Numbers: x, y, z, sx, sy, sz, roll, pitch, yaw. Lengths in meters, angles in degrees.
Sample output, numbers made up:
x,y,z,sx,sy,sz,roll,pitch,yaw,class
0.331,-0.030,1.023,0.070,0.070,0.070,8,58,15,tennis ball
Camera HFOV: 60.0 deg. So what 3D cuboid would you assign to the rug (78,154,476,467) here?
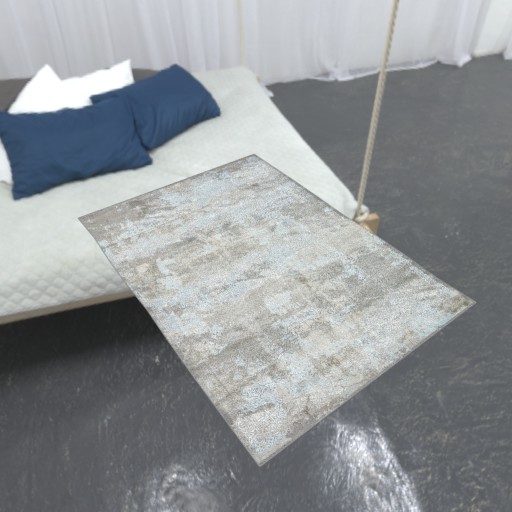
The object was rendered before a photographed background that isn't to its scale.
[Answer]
x,y,z,sx,sy,sz,roll,pitch,yaw,class
0.000,0.000,4.357,2.393,0.013,3.307,-26,48,-26,rug
